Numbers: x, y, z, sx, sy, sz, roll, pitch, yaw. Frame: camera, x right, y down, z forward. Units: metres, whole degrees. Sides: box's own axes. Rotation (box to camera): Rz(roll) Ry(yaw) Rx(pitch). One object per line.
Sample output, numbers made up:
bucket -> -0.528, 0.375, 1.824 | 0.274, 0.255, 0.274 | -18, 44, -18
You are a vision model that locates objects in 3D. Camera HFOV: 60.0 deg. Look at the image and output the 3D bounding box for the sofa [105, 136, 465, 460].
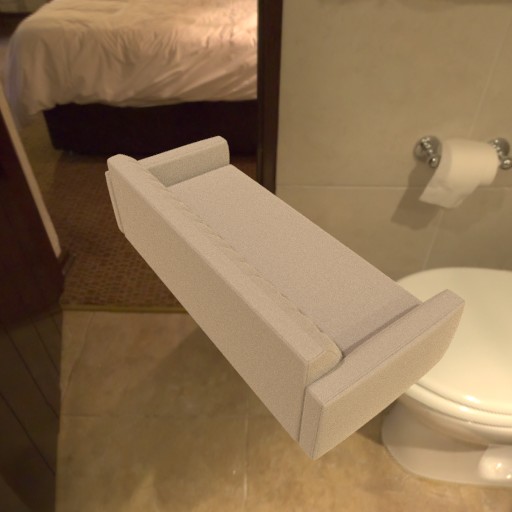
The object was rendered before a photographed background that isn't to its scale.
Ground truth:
sofa -> 0.000, 0.000, 2.775 | 0.990, 0.821, 2.291 | -26, 47, -27
